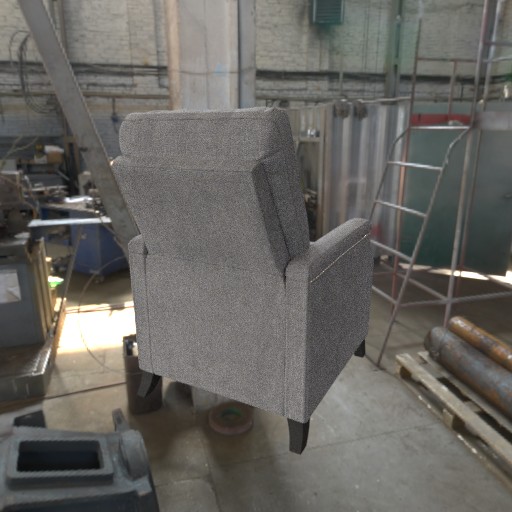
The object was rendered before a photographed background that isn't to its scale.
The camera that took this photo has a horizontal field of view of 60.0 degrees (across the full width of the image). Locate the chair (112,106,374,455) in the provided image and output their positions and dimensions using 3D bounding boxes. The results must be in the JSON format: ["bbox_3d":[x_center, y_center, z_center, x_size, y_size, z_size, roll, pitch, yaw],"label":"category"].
[{"bbox_3d":[0.000,0.000,1.694,0.710,1.049,0.922,9,18,28],"label":"chair"}]
